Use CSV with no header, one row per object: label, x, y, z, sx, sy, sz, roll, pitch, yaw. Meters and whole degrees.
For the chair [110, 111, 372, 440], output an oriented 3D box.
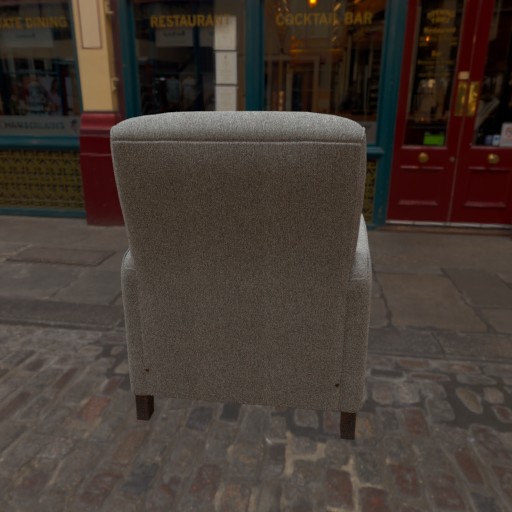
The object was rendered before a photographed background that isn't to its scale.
chair,0.000,0.000,1.675,0.841,1.028,0.858,2,17,7
